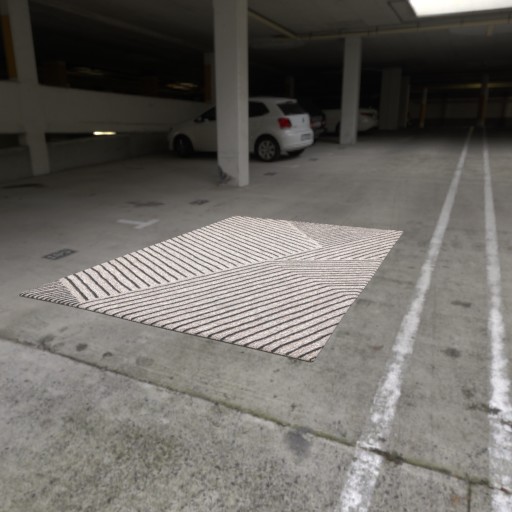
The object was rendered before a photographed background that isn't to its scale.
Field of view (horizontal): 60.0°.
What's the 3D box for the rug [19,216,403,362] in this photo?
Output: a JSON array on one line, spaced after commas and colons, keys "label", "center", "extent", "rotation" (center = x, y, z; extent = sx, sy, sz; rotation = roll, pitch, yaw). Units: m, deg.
[{"label": "rug", "center": [0.000, 0.000, 2.313], "extent": [1.237, 0.019, 1.842], "rotation": [7, 18, 24]}]
